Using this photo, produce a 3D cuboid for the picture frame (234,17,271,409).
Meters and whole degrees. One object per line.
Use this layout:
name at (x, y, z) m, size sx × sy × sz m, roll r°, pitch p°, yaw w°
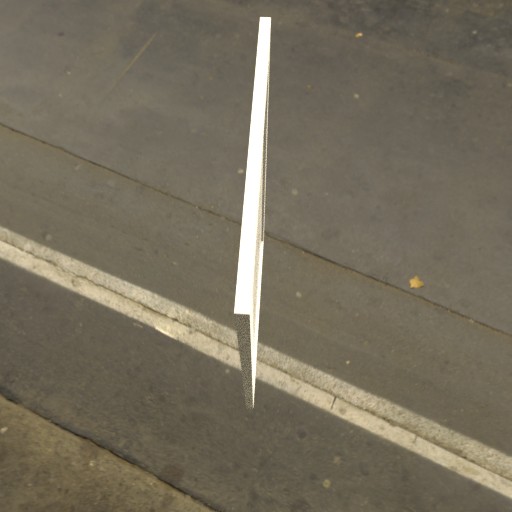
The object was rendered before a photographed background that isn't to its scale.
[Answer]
picture frame at (0.000, 0.000, 0.593) m, size 0.011 × 0.459 × 0.326 m, roll 3°, pitch 63°, yaw 2°
